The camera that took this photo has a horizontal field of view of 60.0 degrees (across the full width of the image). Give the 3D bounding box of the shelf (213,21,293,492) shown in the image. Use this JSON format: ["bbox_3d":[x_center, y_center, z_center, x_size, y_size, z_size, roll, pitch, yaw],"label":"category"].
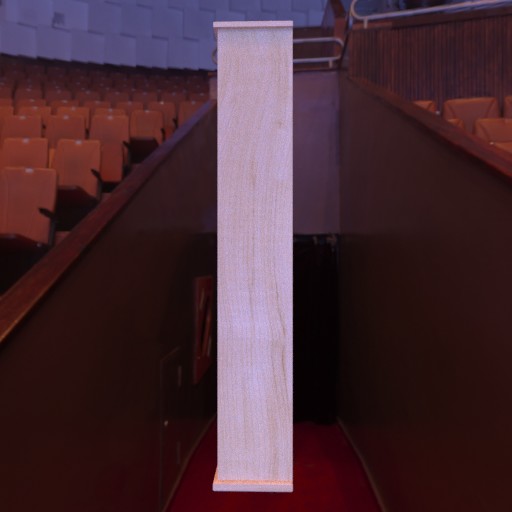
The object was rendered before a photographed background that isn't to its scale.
[{"bbox_3d":[0.000,0.000,1.227,0.175,1.030,0.520,0,0,2],"label":"shelf"}]
